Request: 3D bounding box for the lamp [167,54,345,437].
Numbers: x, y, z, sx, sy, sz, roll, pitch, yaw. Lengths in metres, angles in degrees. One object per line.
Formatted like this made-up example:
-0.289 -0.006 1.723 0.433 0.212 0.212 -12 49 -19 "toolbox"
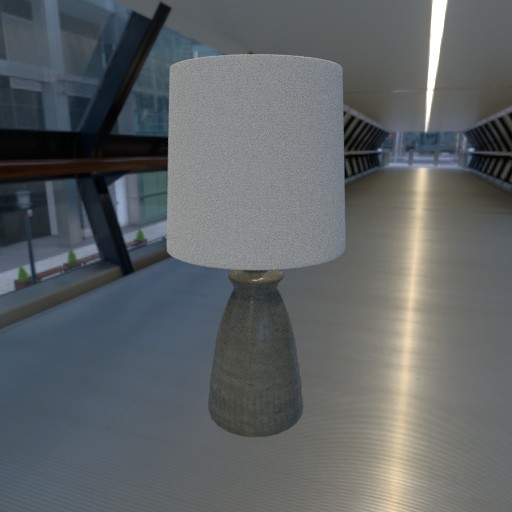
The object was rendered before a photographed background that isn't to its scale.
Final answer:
0.000 0.000 0.474 0.186 0.369 0.186 0 14 0 "lamp"
